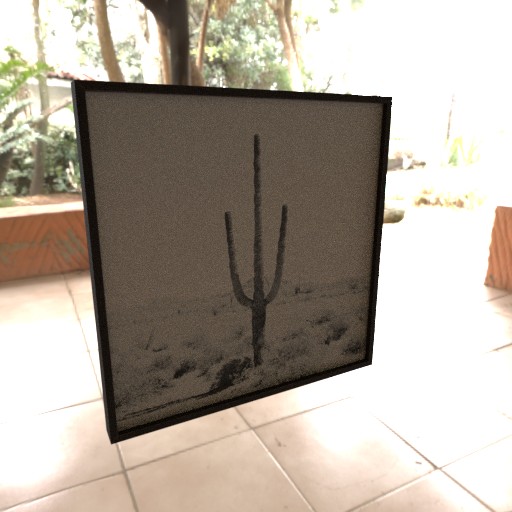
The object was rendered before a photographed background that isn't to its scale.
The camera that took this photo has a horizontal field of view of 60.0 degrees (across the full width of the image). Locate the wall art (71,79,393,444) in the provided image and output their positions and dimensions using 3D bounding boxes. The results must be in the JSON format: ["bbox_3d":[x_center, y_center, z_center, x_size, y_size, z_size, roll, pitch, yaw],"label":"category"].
[{"bbox_3d":[0.000,0.000,0.723,0.508,0.508,0.038,-8,17,-27],"label":"wall art"}]
